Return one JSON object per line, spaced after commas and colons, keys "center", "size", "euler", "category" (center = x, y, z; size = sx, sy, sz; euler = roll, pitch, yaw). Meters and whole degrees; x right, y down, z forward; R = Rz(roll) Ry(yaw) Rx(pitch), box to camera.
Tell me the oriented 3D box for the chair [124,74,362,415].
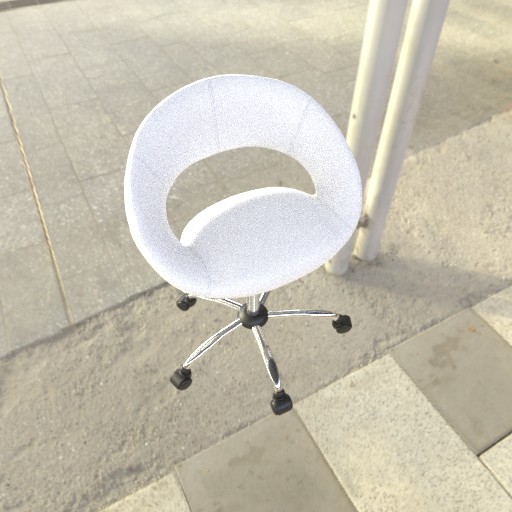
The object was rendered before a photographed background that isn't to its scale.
{"center": [0.000, 0.000, 1.177], "size": [0.612, 0.791, 0.538], "euler": [-23, 51, -21], "category": "chair"}
